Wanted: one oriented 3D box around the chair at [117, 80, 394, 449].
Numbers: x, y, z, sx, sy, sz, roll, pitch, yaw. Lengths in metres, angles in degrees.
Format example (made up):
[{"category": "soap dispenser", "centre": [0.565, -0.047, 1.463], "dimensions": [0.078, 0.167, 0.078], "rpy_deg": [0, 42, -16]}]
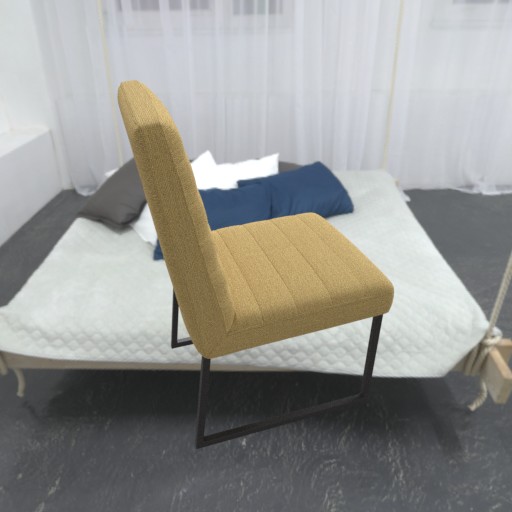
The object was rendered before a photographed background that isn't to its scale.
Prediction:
[{"category": "chair", "centre": [0.000, 0.000, 1.291], "dimensions": [0.634, 0.930, 0.520], "rpy_deg": [-9, 31, -16]}]
